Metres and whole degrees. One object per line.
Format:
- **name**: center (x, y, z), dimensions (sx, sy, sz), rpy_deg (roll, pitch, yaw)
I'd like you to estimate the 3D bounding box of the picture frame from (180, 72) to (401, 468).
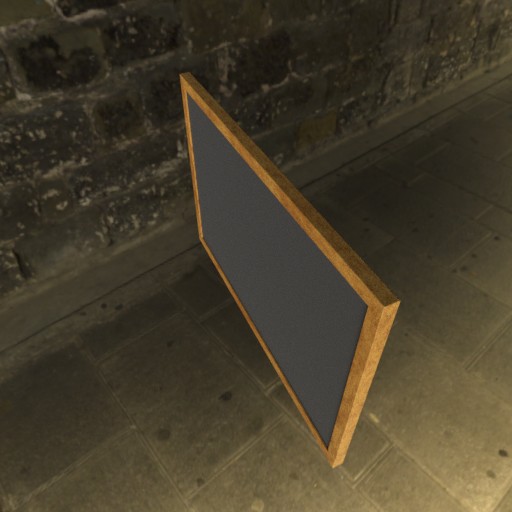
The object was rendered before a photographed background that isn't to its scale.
- **picture frame**: center (0.000, 0.000, 1.162), dimensions (0.029, 0.621, 0.922), rpy_deg (-19, 48, -18)
